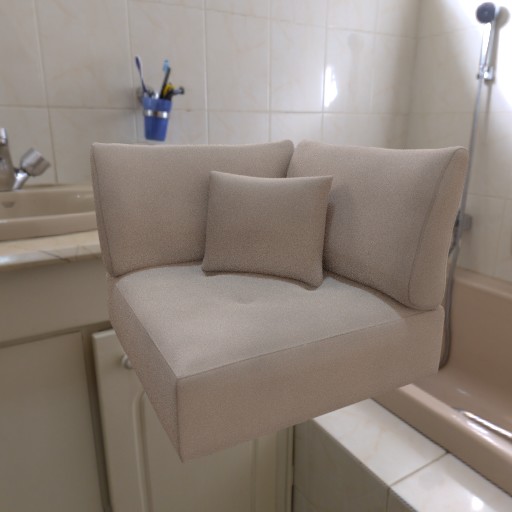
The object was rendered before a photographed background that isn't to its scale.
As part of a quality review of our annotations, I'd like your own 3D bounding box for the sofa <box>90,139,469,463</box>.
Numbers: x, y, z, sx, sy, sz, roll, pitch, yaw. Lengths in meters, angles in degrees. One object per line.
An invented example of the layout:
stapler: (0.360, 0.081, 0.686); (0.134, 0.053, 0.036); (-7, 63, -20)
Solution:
sofa: (0.000, 0.000, 1.658); (1.000, 0.820, 1.000); (-8, 18, -27)
